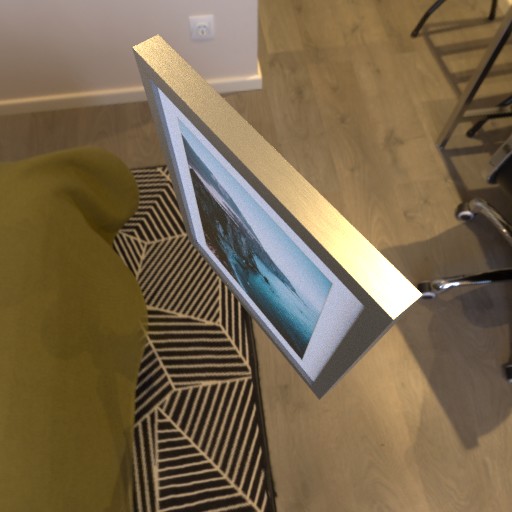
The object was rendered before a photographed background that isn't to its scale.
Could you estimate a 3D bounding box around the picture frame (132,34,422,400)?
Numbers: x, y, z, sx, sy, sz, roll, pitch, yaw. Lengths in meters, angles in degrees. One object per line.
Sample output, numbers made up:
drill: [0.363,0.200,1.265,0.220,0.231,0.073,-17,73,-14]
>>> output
picture frame: [0.000,0.000,1.334,0.073,0.968,0.839,-35,69,-16]
